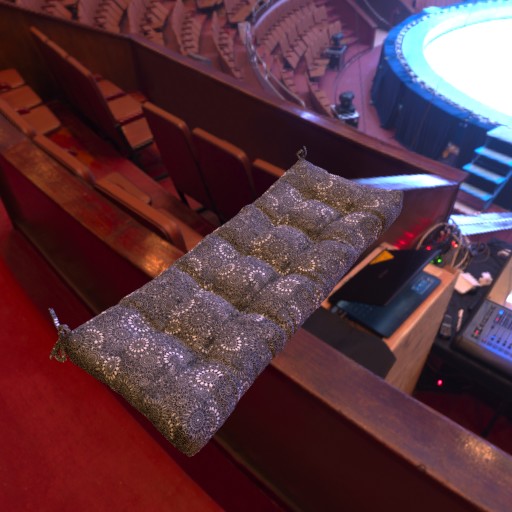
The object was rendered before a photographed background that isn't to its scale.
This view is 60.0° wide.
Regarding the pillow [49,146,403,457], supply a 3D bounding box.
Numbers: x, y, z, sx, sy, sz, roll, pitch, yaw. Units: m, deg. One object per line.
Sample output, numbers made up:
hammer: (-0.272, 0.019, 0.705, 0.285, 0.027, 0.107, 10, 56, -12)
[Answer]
pillow: (0.000, 0.000, 1.360, 0.511, 0.174, 1.194, 26, 48, 27)
